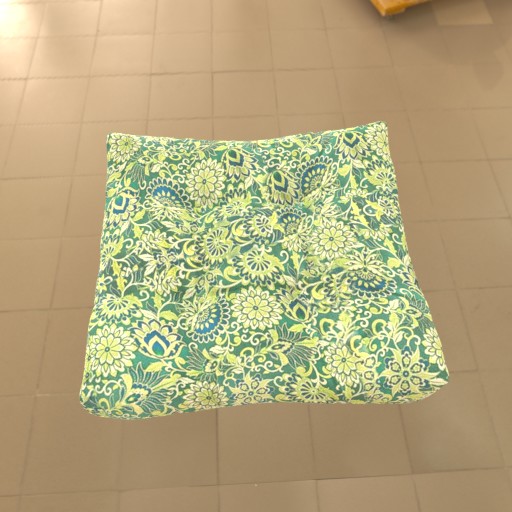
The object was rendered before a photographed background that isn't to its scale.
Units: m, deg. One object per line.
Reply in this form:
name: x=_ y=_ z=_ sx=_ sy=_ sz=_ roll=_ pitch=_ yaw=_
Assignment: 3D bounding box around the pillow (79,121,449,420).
pillow: x=0.000 y=0.000 z=0.699 sx=0.490 sy=0.128 sz=0.468 roll=-3 pitch=63 yaw=-2
